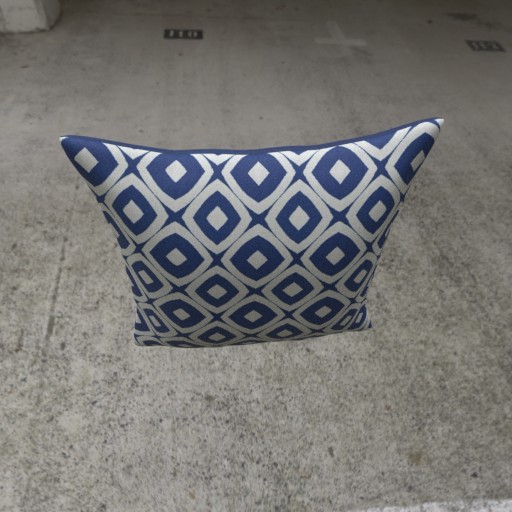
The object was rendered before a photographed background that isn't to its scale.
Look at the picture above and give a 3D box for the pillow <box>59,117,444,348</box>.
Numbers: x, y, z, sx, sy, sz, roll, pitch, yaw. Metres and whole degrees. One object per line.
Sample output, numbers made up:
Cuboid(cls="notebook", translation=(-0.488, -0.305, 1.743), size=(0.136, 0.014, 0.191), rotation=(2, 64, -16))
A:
Cuboid(cls="pillow", translation=(0.000, 0.000, 0.757), size=(0.504, 0.494, 0.188), rotation=(-4, 47, -3))
